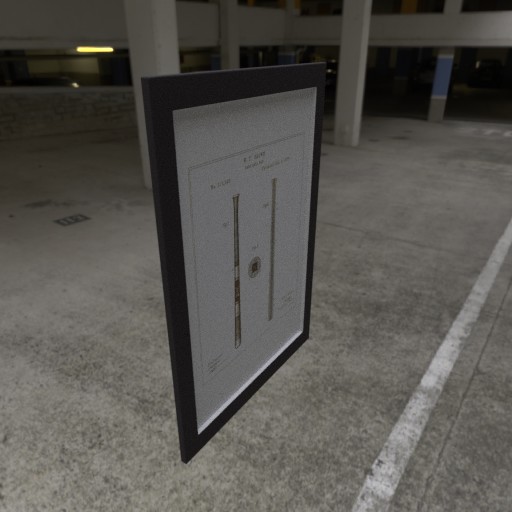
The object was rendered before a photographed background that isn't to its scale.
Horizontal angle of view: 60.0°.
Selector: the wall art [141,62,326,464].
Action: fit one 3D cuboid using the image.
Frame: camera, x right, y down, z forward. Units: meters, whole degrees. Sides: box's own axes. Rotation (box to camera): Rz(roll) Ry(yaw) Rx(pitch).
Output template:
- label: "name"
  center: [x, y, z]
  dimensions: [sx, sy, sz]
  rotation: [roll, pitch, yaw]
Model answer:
- label: "wall art"
  center: [0.000, 0.000, 0.676]
  dimensions: [0.012, 0.529, 0.374]
  rotation: [17, 31, 31]
